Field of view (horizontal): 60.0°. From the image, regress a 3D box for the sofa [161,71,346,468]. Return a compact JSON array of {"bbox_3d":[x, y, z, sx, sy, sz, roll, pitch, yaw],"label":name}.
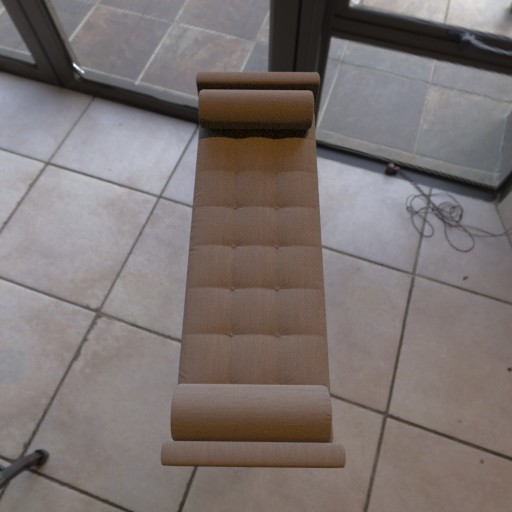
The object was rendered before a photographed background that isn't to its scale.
[{"bbox_3d":[0.000,0.000,2.305,0.686,0.635,1.981,1,65,0],"label":"sofa"}]
